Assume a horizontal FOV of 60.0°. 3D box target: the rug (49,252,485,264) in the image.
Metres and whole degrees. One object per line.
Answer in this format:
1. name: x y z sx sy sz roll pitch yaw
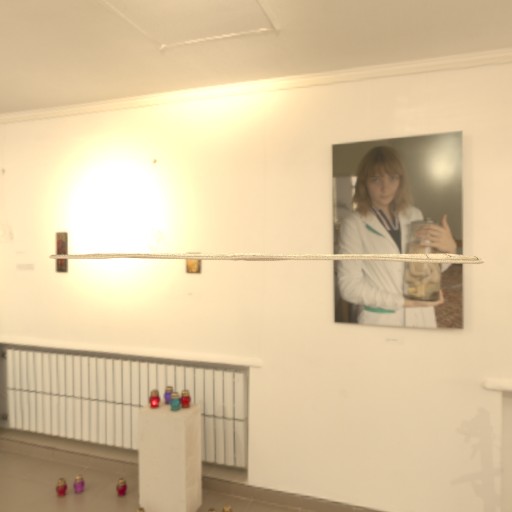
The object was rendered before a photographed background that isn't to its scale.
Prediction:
1. rug: 0.000 0.000 2.688 2.381 0.036 0.831 0 1 19
